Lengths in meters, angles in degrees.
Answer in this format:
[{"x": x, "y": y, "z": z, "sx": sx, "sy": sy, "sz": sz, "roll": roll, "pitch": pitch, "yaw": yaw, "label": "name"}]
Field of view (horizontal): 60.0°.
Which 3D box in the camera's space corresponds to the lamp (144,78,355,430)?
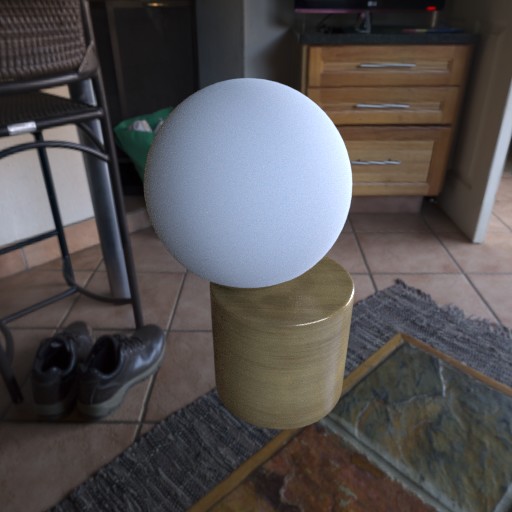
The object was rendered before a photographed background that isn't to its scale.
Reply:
[{"x": 0.000, "y": 0.000, "z": 0.335, "sx": 0.152, "sy": 0.250, "sz": 0.141, "roll": 2, "pitch": 29, "yaw": 3, "label": "lamp"}]
